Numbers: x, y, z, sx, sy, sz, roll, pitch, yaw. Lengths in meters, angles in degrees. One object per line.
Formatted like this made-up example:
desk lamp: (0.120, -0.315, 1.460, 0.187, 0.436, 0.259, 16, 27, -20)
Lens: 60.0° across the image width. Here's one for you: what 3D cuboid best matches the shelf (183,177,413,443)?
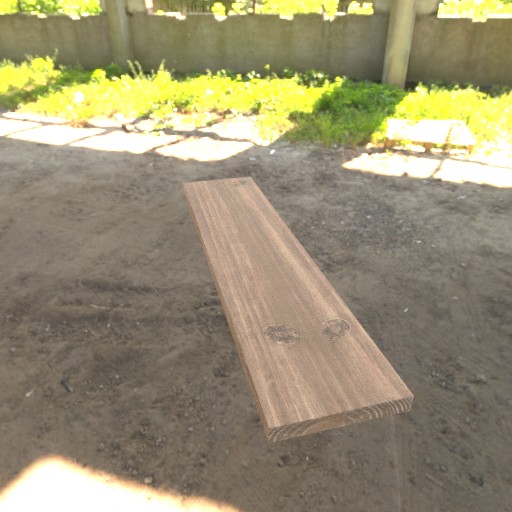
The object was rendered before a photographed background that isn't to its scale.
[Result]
shelf: (0.000, 0.000, 0.655, 0.140, 0.020, 0.610, -8, 31, -13)
